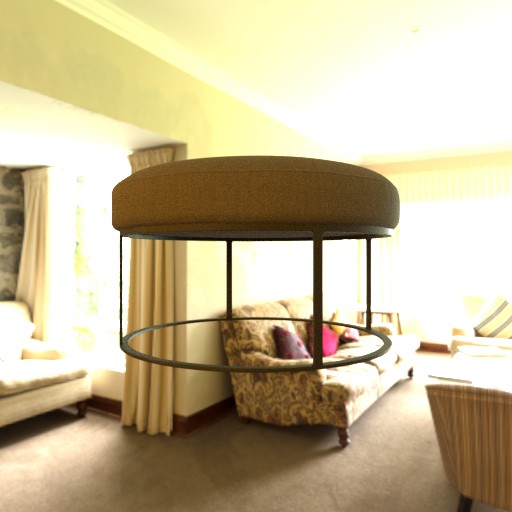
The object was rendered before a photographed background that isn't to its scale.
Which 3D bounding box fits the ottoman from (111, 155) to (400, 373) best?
[{"bbox_3d":[0.000,0.000,1.241,0.772,0.460,0.772,0,0,0],"label":"ottoman"}]
